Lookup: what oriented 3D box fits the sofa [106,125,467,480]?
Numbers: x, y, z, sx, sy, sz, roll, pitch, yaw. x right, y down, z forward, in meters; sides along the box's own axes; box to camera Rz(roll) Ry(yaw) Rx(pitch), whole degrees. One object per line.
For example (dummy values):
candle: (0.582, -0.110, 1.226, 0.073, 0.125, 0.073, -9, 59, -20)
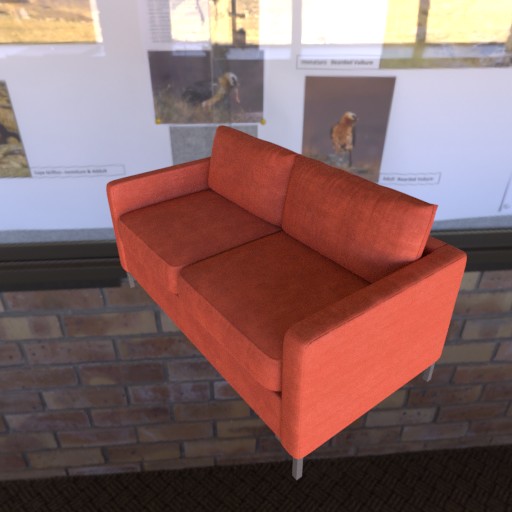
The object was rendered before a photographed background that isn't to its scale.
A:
sofa: (0.000, 0.000, 2.098, 0.864, 0.896, 1.574, -21, 37, -30)
